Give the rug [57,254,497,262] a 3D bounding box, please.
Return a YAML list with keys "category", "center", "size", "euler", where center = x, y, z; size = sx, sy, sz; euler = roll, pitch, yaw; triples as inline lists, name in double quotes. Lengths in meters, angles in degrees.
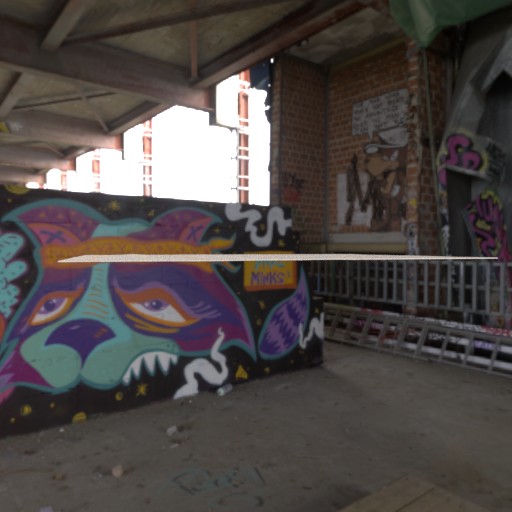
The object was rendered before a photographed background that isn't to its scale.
- category: "rug"
  center: [0.000, 0.000, 4.036]
  size: [3.051, 0.021, 2.448]
  euler: [0, 1, -18]
